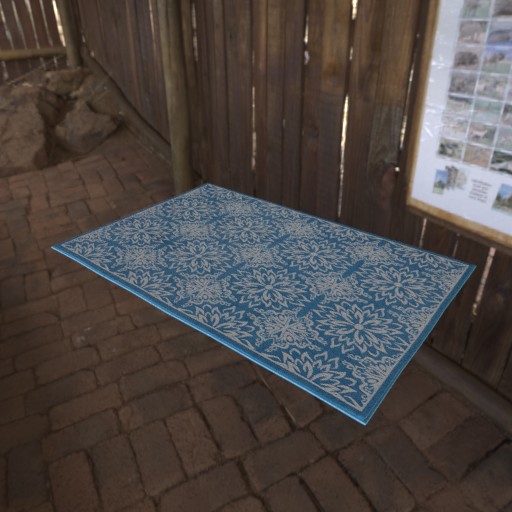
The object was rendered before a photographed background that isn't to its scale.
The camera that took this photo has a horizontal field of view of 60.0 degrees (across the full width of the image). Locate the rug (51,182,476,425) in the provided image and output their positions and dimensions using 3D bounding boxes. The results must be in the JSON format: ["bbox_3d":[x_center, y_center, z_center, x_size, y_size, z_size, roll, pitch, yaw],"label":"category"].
[{"bbox_3d":[0.000,0.000,3.448,2.769,0.018,1.830,22,37,32],"label":"rug"}]
